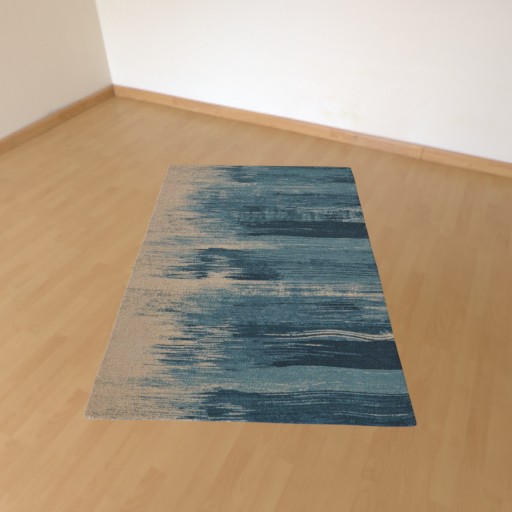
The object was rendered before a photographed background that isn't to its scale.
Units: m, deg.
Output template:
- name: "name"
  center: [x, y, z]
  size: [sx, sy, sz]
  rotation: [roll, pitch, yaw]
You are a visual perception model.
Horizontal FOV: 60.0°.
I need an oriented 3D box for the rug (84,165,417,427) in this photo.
- name: "rug"
  center: [0.000, 0.000, 2.298]
  size: [1.232, 0.009, 1.836]
  rotation: [1, 41, 1]
